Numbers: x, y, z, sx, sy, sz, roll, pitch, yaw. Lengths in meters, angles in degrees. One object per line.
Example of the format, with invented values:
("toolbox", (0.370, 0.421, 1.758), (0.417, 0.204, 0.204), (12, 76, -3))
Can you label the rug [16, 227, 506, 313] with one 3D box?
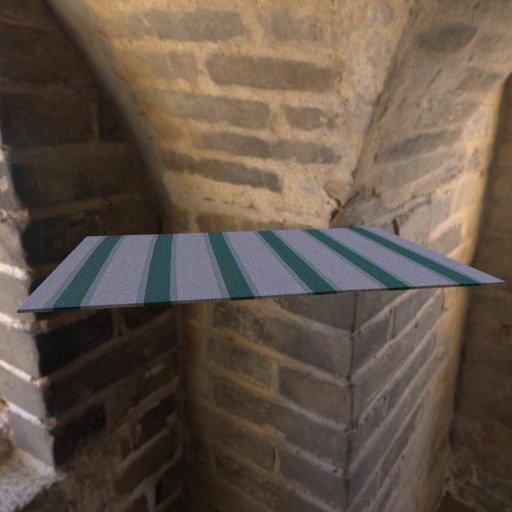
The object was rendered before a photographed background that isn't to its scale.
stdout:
("rug", (0.000, 0.000, 2.201), (1.829, 0.012, 1.210), (-2, 15, -9))
